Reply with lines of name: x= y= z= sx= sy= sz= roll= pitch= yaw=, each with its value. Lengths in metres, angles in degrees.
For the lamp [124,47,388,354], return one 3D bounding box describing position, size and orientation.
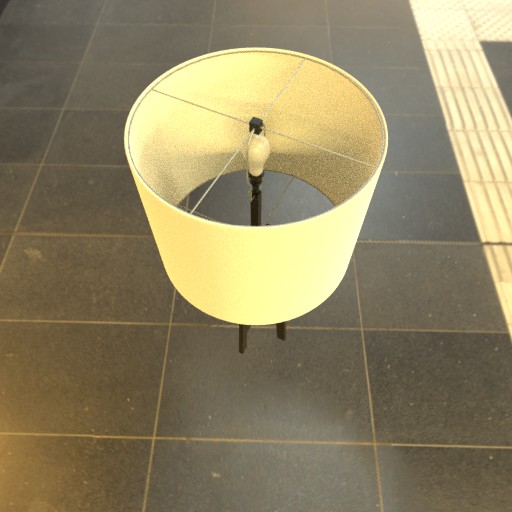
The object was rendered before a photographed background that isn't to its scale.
lamp: x=0.000 y=0.000 z=0.640 sx=0.257 sy=0.489 sz=0.257 roll=-15 pitch=59 yaw=-10
